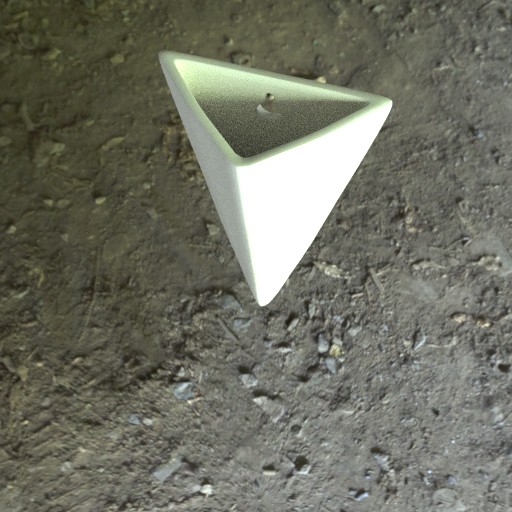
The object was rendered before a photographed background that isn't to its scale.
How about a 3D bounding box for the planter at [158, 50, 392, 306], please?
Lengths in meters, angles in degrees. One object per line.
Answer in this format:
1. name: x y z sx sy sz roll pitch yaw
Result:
1. planter: 0.000 0.000 0.392 0.143 0.338 0.065 15 62 8
